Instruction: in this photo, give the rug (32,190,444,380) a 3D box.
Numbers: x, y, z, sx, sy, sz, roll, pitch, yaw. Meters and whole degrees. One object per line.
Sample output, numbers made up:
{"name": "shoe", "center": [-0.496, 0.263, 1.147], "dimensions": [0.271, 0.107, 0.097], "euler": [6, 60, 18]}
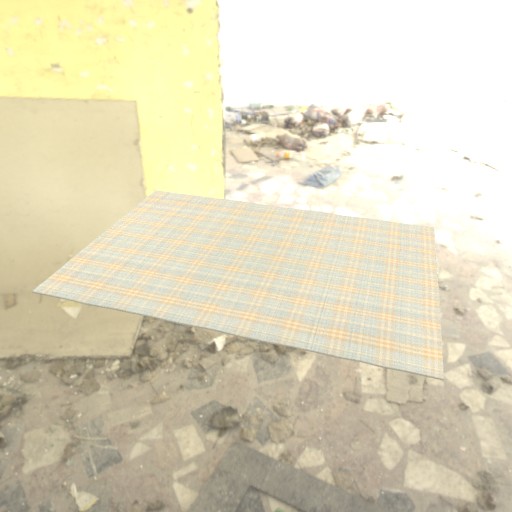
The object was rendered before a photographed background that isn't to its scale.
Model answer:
{"name": "rug", "center": [0.000, 0.000, 2.351], "dimensions": [1.835, 0.012, 1.231], "euler": [9, 33, 14]}
